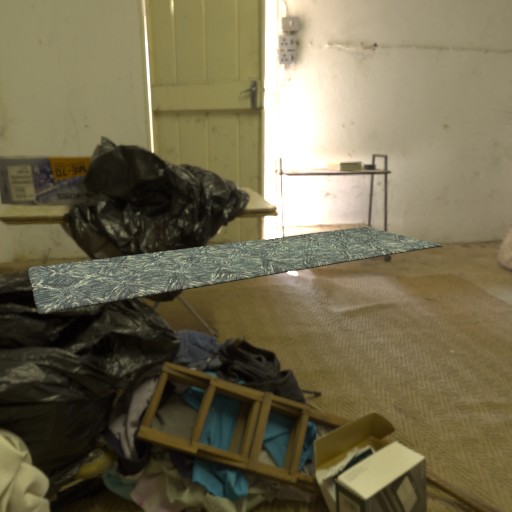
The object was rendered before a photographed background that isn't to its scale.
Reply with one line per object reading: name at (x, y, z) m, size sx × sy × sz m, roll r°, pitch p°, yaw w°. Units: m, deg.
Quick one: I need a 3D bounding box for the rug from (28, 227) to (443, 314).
rug at (0.000, 0.000, 2.531) m, size 2.306 × 0.013 × 0.719 m, roll -8°, pitch 17°, yaw -28°
